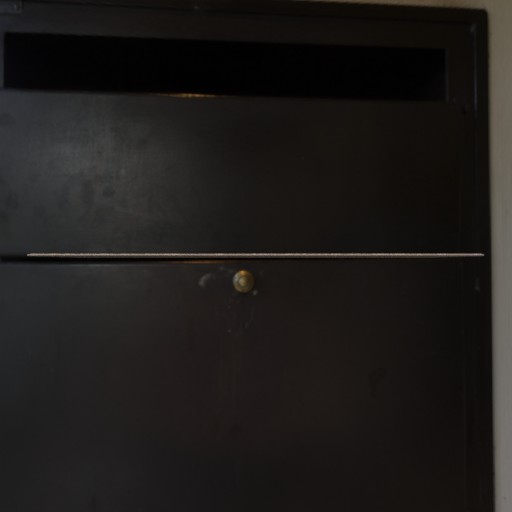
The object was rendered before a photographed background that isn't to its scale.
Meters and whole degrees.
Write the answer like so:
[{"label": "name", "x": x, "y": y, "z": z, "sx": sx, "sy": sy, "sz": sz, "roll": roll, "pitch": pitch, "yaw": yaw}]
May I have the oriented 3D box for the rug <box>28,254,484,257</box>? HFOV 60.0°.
[{"label": "rug", "x": 0.000, "y": 0.000, "z": 2.456, "sx": 2.196, "sy": 0.011, "sz": 0.662, "roll": 0, "pitch": -1, "yaw": 0}]
